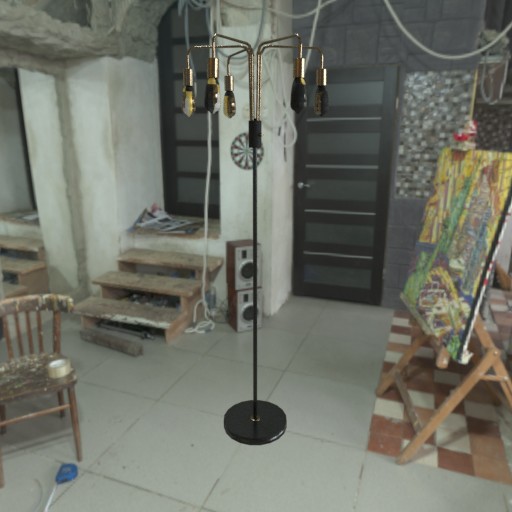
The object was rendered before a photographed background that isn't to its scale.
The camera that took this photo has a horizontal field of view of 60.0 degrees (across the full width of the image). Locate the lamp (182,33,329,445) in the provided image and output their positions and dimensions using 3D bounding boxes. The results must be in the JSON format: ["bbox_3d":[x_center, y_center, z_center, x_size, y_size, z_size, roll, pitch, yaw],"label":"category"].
[{"bbox_3d":[0.000,0.000,1.970,0.599,1.721,0.572,-2,16,-8],"label":"lamp"}]
